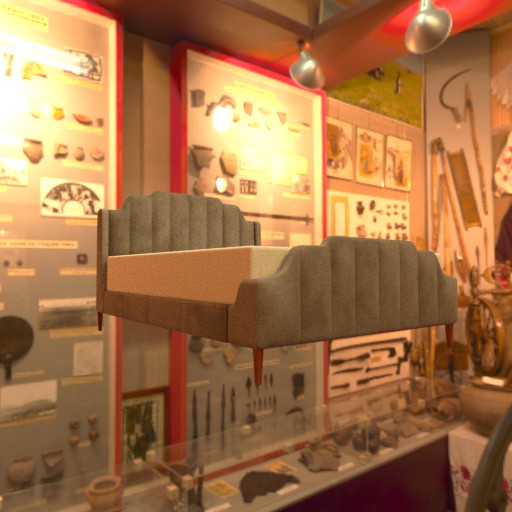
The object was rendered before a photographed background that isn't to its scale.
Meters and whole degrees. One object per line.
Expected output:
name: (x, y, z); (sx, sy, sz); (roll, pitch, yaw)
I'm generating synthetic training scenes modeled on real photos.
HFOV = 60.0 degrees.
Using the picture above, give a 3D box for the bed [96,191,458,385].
bed: (0.000, 0.000, 3.366); (1.676, 1.245, 2.340); (1, -2, -37)
